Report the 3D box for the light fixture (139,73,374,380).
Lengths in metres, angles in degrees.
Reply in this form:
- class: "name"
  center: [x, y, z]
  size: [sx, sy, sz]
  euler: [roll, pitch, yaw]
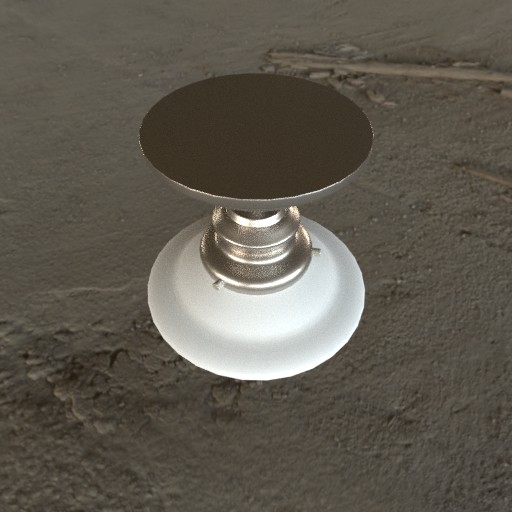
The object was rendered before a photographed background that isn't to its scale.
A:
- class: "light fixture"
  center: [0.000, 0.000, 0.385]
  size: [0.199, 0.254, 0.199]
  euler: [0, 47, 0]
